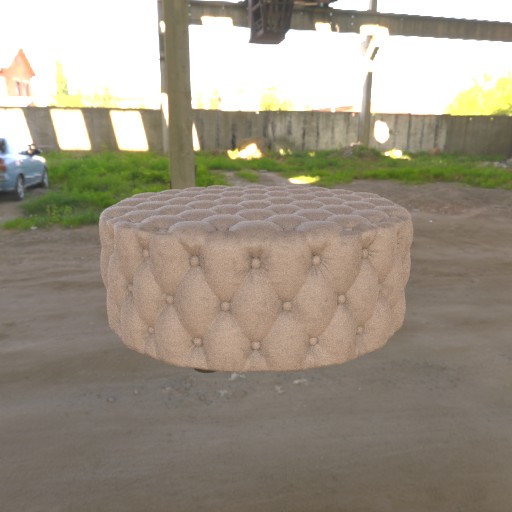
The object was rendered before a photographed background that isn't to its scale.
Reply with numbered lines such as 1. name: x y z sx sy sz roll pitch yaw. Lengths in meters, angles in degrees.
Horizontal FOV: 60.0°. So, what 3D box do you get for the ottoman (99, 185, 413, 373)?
1. ottoman: 0.000 0.000 1.502 0.998 0.399 0.998 0 16 0
